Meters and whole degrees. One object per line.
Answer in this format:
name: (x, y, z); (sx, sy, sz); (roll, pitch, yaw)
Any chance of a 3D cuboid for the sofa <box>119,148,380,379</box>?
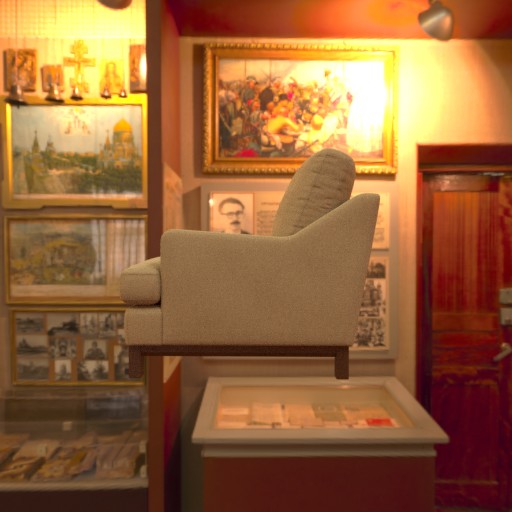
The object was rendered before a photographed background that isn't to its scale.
sofa: (0.000, 0.000, 2.822); (1.000, 0.913, 2.321); (0, 1, 1)
